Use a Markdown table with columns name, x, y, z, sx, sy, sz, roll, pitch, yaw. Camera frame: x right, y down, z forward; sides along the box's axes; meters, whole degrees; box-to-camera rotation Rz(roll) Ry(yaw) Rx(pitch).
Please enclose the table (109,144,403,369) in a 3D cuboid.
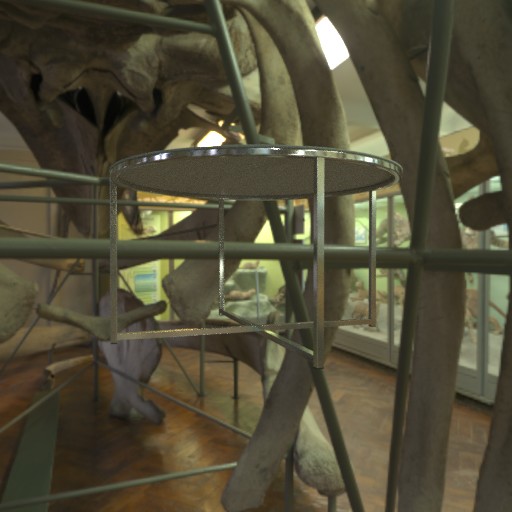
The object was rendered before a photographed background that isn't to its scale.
| name | x | y | z | sx | sy | sz | roll | pitch | yaw |
| --- | --- | --- | --- | --- | --- | --- | --- | --- | --- |
| table | 0.000 | 0.000 | 1.275 | 0.800 | 0.450 | 0.800 | 0 | 1 | 0 |
